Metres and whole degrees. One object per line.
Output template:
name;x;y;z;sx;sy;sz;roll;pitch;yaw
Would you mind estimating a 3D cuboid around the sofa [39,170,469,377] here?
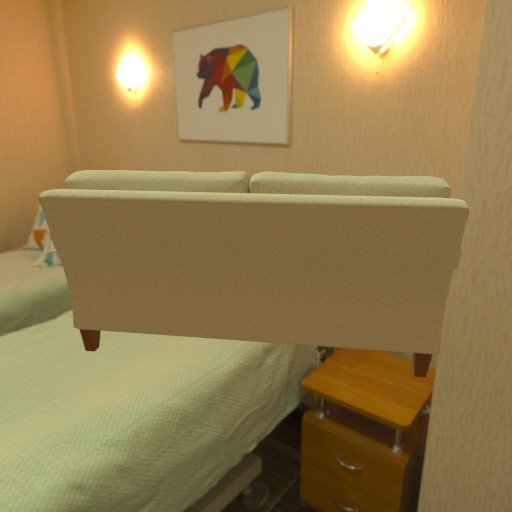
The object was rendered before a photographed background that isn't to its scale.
sofa;0.000;0.000;2.743;2.159;1.087;1.086;2;17;8
